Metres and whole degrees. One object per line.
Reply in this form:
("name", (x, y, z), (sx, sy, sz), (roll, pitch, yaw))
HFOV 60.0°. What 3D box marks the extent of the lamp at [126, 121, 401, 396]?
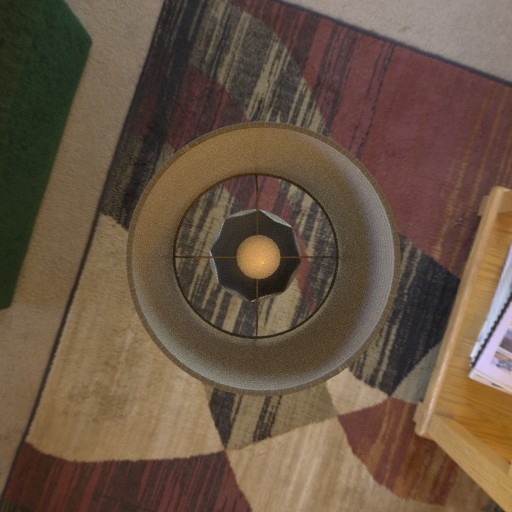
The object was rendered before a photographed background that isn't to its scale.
("lamp", (0.000, 0.000, 0.715), (0.269, 0.566, 0.268), (0, 91, -2))
